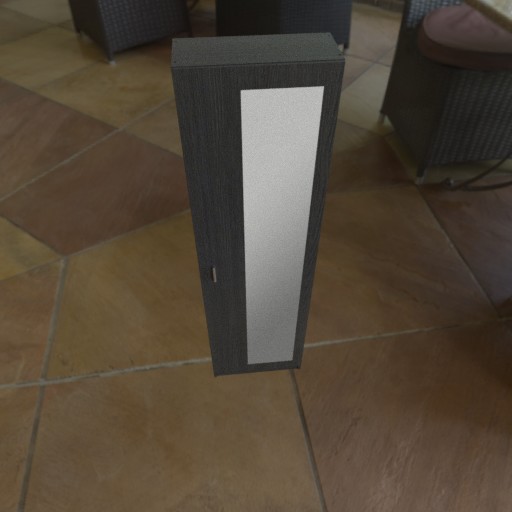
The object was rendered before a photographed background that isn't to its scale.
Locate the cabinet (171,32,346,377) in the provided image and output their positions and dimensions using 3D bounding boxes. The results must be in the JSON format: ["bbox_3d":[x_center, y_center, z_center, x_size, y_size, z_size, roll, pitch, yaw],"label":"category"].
[{"bbox_3d":[0.000,0.000,1.974,0.500,1.790,0.230,-4,47,-4],"label":"cabinet"}]
